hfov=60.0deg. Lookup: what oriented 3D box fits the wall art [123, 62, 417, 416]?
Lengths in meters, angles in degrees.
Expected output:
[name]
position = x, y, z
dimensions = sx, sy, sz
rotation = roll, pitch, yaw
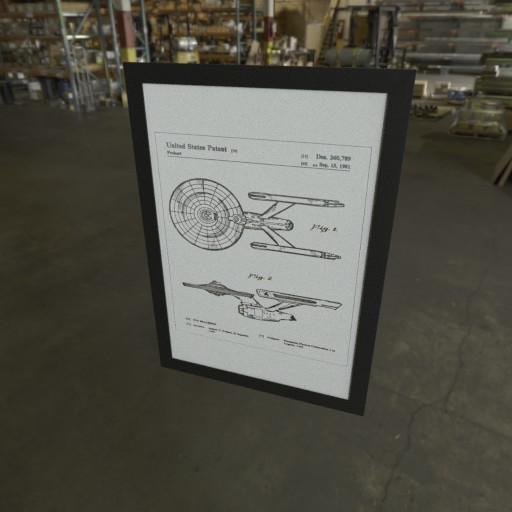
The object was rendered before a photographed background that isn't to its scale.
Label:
[wall art]
position = 0.000, 0.000, 0.669
dimensions = 0.379, 0.530, 0.008
rotation = 9, 28, 17
